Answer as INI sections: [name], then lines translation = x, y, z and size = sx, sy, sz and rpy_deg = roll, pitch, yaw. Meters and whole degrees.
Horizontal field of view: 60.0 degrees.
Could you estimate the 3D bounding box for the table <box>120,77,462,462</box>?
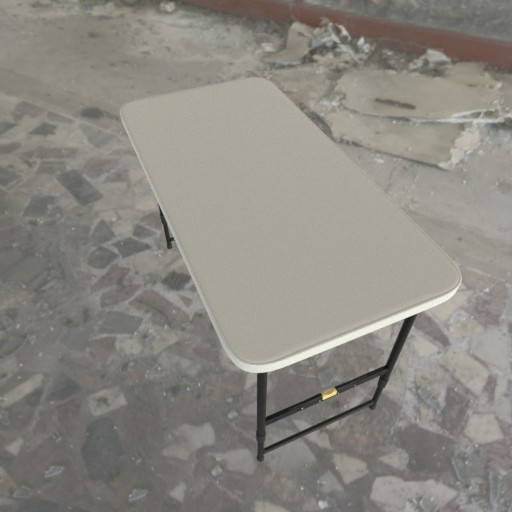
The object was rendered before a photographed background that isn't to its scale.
[table]
translation = 0.000, 0.000, 1.619
size = 0.610, 0.737, 1.219
rpy_deg = -18, 49, -16
